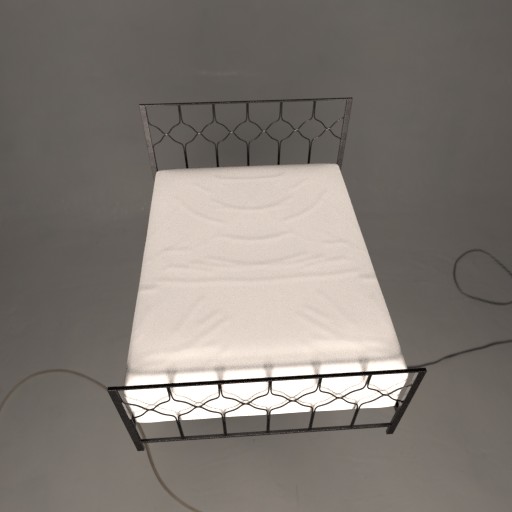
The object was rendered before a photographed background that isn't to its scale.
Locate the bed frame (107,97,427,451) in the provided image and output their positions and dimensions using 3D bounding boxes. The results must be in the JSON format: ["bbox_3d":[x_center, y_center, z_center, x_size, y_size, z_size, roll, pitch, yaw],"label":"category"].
[{"bbox_3d":[0.000,0.000,3.044,1.597,1.222,2.063,-3,46,-3],"label":"bed frame"}]
